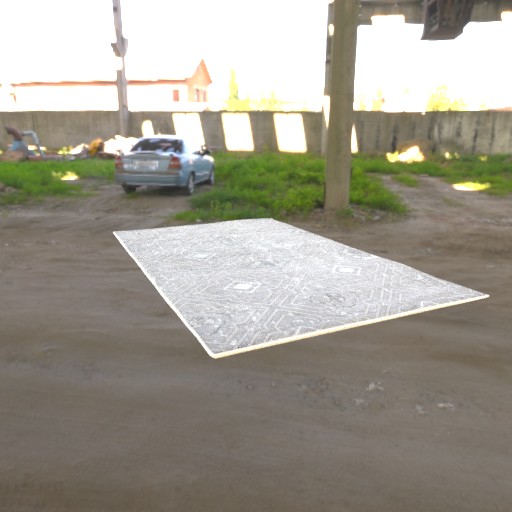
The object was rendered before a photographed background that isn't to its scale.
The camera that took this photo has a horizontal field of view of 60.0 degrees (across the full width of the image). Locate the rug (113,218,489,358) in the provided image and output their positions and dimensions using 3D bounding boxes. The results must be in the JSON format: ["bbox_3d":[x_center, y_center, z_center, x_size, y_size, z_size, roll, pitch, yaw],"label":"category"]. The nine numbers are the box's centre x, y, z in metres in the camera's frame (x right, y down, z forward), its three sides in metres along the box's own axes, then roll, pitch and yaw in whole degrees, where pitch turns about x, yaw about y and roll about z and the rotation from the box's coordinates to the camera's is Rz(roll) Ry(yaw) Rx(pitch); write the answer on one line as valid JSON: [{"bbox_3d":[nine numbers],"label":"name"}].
[{"bbox_3d":[0.000,0.000,3.045,1.537,0.036,2.447,-7,17,-25],"label":"rug"}]
